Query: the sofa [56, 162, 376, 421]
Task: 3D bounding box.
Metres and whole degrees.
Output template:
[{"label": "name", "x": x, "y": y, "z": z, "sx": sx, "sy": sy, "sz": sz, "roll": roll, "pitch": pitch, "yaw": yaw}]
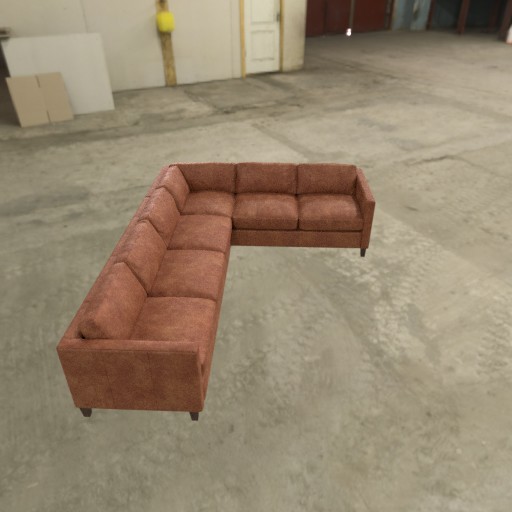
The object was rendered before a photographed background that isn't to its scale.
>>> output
[{"label": "sofa", "x": 0.000, "y": 0.000, "z": 4.220, "sx": 2.438, "sy": 0.838, "sz": 3.167, "roll": 1, "pitch": 33, "yaw": 2}]
